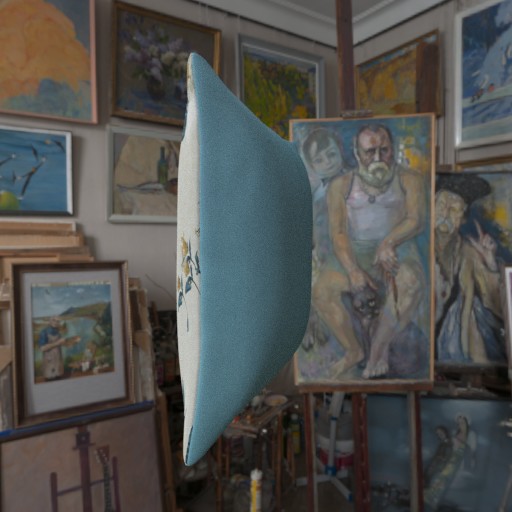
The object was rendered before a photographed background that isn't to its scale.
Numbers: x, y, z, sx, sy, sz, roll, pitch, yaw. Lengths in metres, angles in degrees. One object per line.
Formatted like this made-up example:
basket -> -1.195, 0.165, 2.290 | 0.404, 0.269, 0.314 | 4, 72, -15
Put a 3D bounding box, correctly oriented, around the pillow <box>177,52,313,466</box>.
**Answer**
pillow -> 0.000, 0.000, 0.788 | 0.166, 0.507, 0.526 | 1, 2, 18
